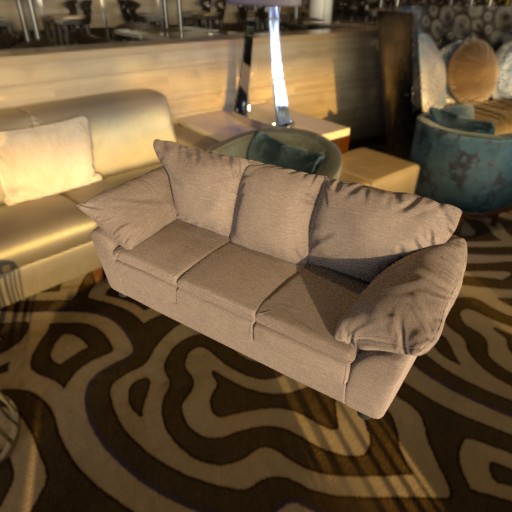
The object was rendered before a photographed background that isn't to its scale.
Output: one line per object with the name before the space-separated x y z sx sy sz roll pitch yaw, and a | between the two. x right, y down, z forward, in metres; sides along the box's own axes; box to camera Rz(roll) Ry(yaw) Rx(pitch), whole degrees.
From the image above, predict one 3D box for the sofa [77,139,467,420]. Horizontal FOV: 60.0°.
sofa | 0.000 0.000 2.821 2.390 1.043 0.927 20 36 29
